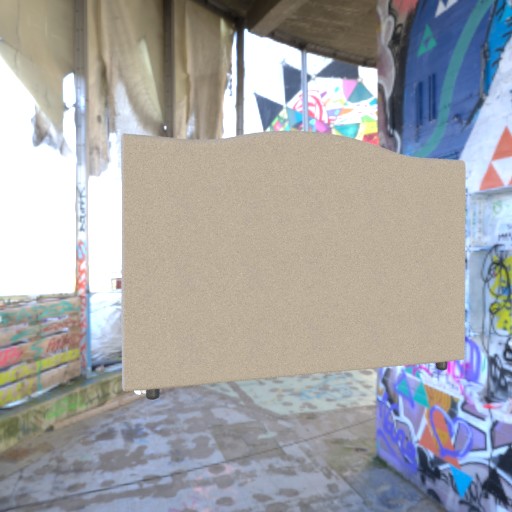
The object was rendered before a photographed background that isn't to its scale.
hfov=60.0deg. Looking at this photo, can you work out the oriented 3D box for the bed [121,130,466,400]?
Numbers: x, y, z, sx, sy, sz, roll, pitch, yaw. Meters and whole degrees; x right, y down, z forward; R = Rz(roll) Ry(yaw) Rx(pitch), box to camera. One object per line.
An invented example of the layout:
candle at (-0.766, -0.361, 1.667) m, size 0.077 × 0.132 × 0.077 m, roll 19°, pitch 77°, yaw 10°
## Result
bed at (0.000, 0.000, 3.502) m, size 2.083 × 1.421 × 2.182 m, roll 0°, pitch 1°, yaw -18°
